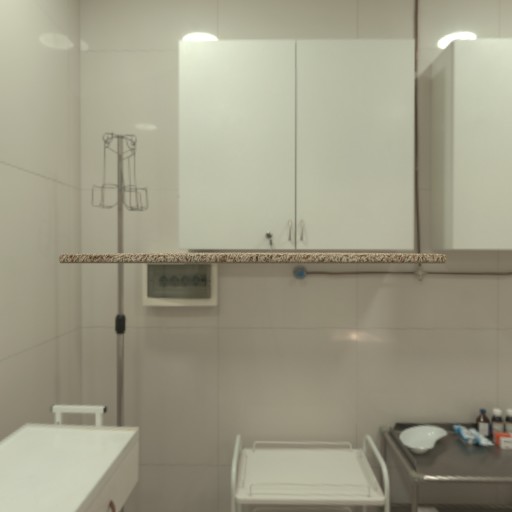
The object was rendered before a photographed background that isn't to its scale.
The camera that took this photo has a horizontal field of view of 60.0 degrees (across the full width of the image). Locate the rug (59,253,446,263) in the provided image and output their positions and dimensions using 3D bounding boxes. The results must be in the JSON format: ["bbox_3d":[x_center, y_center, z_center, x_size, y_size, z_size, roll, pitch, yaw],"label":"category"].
[{"bbox_3d":[0.000,0.000,2.268,1.219,0.030,1.778,0,1,1],"label":"rug"}]
